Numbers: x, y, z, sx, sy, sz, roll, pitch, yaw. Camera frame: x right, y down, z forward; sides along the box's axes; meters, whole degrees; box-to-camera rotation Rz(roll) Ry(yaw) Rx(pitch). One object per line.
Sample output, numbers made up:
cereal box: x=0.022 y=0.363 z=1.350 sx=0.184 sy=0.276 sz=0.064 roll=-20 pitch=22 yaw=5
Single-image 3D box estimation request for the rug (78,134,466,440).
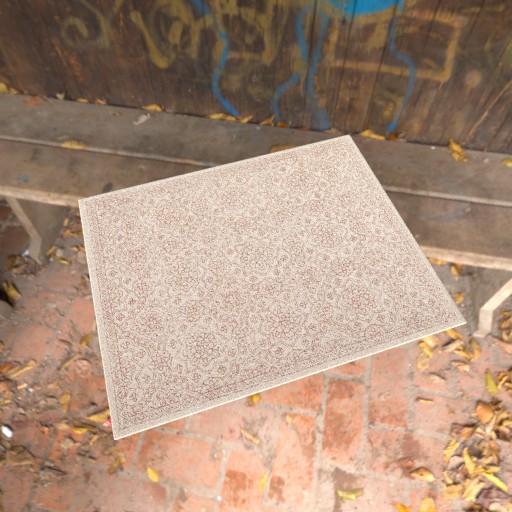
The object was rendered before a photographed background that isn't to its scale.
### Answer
rug: x=0.000 y=0.000 z=4.204 sx=3.050 sy=0.015 sz=2.441 roll=-16 pitch=59 yaw=-10
